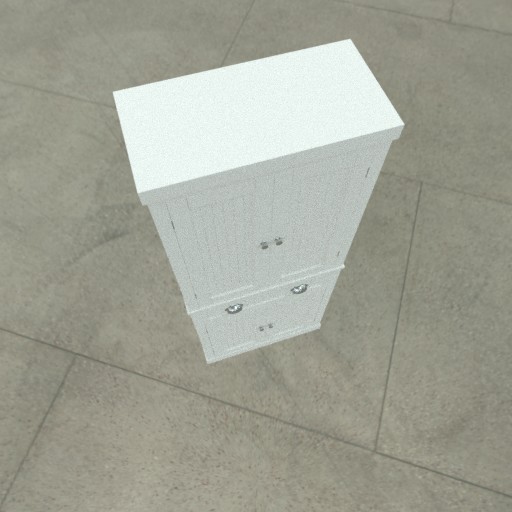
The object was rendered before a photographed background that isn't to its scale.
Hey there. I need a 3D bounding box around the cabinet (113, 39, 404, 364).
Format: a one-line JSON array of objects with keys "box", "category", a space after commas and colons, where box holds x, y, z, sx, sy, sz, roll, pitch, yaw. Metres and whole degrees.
[{"box": [0.000, 0.000, 2.075, 0.754, 1.829, 0.390, -16, 64, -8], "category": "cabinet"}]
